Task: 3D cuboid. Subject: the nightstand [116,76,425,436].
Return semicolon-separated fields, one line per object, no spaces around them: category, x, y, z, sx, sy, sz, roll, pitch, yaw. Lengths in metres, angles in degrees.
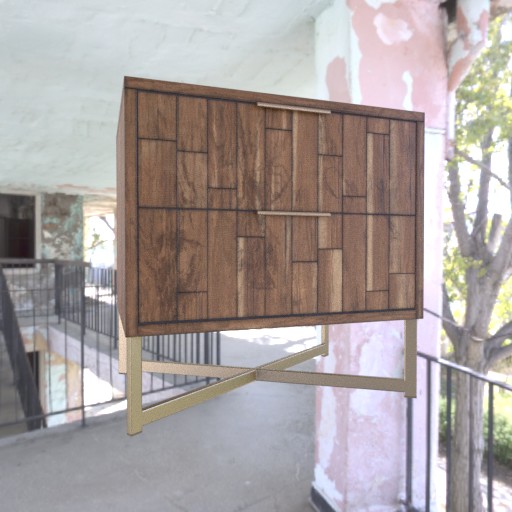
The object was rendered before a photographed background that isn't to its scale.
nightstand;0.000;0.000;1.040;0.610;0.610;0.446;0;1;-19
